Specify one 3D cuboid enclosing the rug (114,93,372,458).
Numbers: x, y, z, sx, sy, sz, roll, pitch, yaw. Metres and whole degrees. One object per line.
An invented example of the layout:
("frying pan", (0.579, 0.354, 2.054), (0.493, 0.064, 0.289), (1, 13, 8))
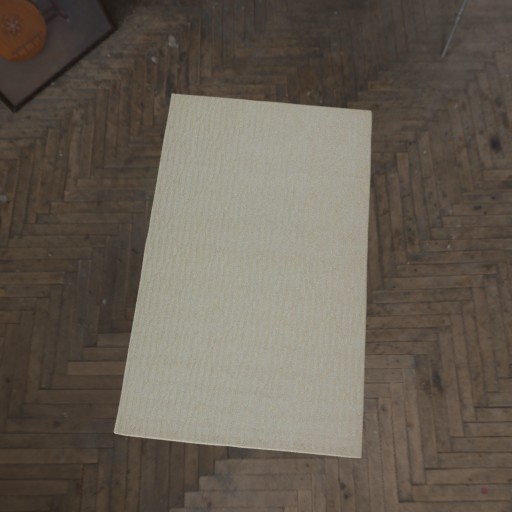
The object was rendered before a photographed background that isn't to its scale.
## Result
("rug", (0.000, 0.000, 3.034), (1.531, 0.014, 2.441), (5, 74, 1))
